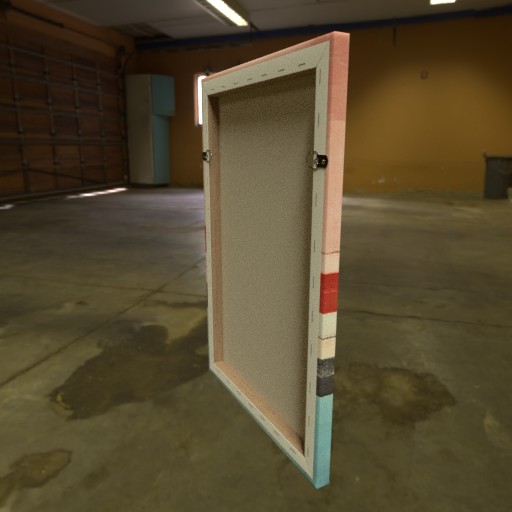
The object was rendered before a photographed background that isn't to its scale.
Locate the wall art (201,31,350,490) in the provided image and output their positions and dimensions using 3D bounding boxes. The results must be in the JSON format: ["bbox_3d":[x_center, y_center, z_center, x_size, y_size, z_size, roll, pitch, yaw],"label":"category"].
[{"bbox_3d":[0.000,0.000,1.123,0.038,0.914,0.610,-7,16,-28],"label":"wall art"}]
